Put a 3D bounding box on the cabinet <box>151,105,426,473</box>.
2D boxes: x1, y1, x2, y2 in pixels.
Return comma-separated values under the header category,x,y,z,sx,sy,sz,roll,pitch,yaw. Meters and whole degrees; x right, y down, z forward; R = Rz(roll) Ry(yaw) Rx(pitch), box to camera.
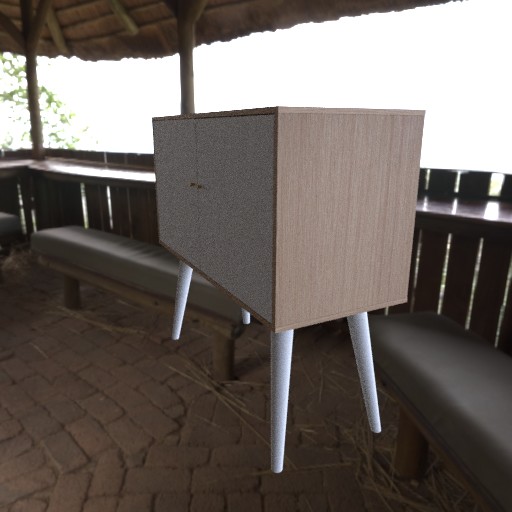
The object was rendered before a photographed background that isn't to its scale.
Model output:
category,x,y,z,sx,sy,sz,roll,pitch,yaw
cabinet,0.000,0.000,1.665,0.470,1.016,1.057,-8,18,-27
